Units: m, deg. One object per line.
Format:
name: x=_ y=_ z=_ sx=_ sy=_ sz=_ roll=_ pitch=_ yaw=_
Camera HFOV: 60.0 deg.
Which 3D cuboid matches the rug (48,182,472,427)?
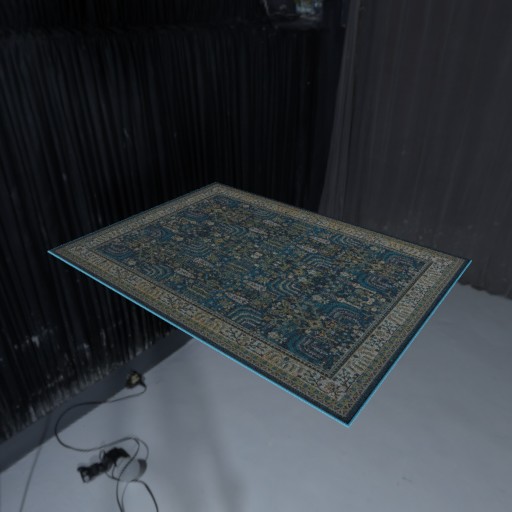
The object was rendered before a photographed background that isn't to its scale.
rug: x=0.000 y=0.000 z=3.935 sx=3.044 sy=0.015 sz=2.226 roll=22 pitch=37 yaw=33
